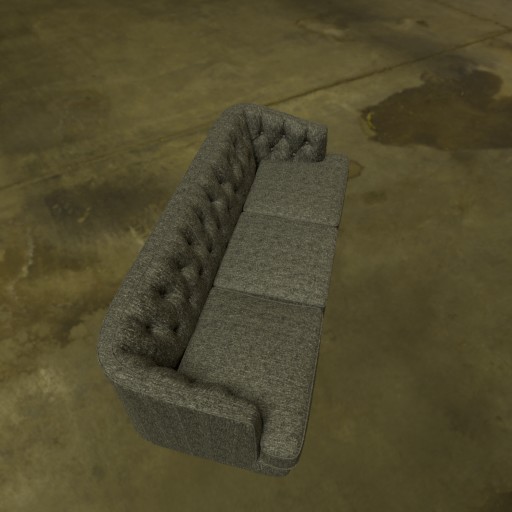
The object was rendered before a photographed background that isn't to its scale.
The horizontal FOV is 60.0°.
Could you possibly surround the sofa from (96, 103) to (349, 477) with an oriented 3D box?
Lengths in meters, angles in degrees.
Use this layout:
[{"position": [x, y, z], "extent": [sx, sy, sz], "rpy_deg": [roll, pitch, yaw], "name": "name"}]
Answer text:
[{"position": [0.000, 0.000, 2.693], "extent": [0.941, 0.855, 2.278], "rpy_deg": [10, 48, 9], "name": "sofa"}]
